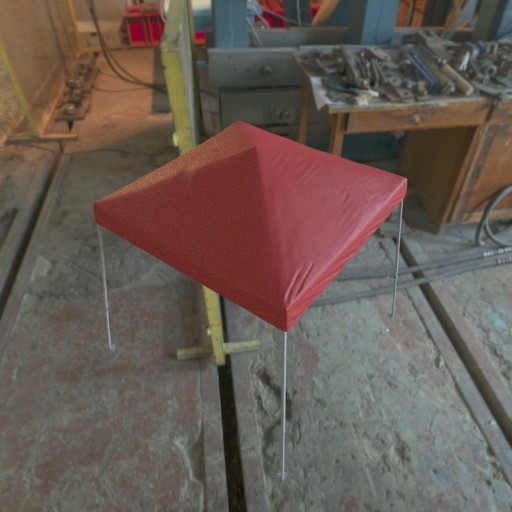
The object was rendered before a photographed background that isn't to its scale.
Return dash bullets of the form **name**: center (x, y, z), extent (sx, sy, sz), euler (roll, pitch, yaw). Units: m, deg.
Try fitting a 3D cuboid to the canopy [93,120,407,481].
- **canopy**: center (0.000, 0.000, 6.614), extent (3.599, 3.600, 3.600), euler (27, 49, 26)
